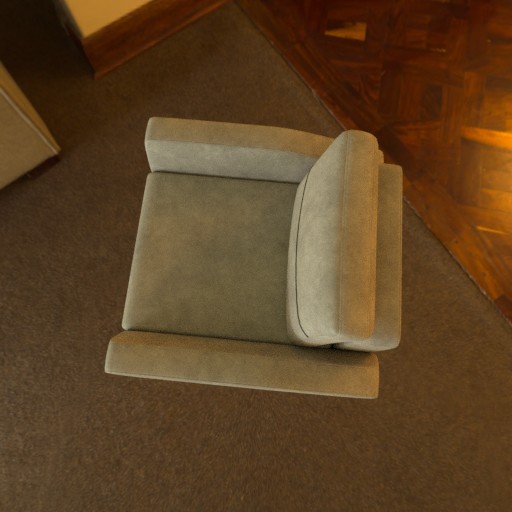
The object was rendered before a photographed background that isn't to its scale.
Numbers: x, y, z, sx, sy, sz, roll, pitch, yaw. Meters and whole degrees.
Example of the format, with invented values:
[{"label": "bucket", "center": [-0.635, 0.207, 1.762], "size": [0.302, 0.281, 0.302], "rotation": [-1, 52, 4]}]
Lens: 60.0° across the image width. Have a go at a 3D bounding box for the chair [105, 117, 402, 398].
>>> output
[{"label": "chair", "center": [0.000, 0.000, 1.580], "size": [0.900, 0.800, 0.900], "rotation": [5, 75, 1]}]
